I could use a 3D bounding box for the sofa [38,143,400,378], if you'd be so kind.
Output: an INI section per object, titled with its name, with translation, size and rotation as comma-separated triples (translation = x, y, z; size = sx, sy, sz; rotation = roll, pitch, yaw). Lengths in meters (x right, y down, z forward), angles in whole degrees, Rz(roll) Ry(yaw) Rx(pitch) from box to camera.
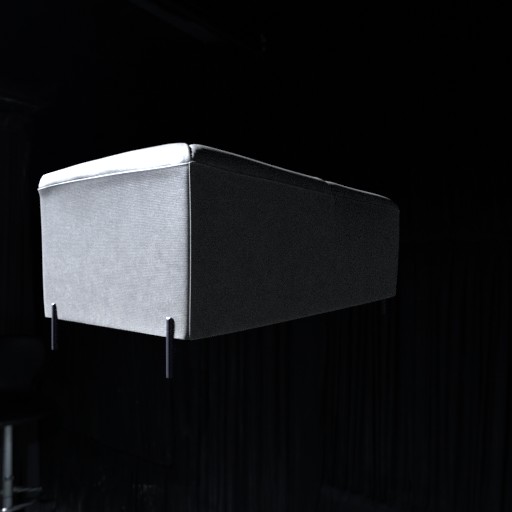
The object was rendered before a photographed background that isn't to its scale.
[sofa]
translation = 0.000, 0.000, 2.311
size = 0.905, 0.747, 1.878
rotation = 0, 0, 37
